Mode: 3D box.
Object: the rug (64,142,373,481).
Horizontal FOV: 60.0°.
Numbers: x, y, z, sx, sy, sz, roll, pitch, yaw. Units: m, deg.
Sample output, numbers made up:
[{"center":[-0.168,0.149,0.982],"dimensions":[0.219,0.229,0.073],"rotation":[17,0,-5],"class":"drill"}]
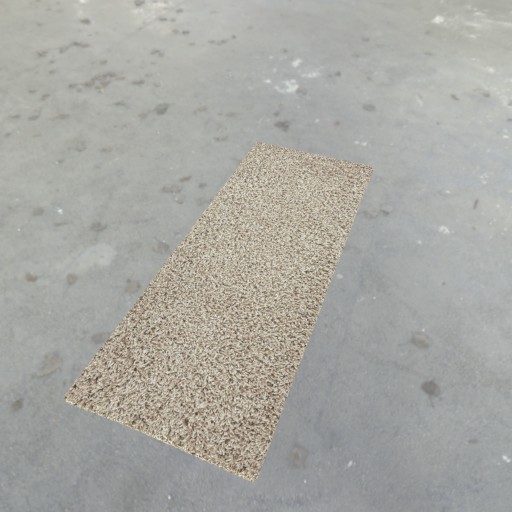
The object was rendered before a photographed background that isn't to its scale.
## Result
[{"center":[0.000,0.000,1.716],"dimensions":[0.609,0.030,1.524],"rotation":[16,47,15],"class":"rug"}]
